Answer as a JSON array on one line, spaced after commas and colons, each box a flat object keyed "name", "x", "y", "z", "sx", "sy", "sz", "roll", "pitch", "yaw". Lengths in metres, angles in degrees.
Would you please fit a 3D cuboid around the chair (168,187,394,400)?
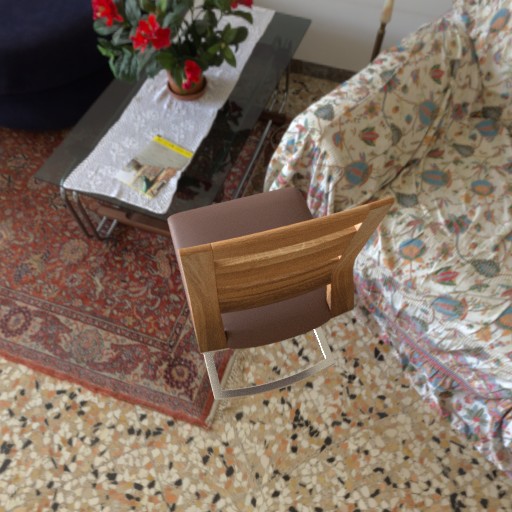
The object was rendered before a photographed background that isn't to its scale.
[{"name": "chair", "x": 0.000, "y": 0.000, "z": 1.321, "sx": 0.460, "sy": 0.970, "sz": 0.570, "roll": -14, "pitch": 60, "yaw": -9}]
